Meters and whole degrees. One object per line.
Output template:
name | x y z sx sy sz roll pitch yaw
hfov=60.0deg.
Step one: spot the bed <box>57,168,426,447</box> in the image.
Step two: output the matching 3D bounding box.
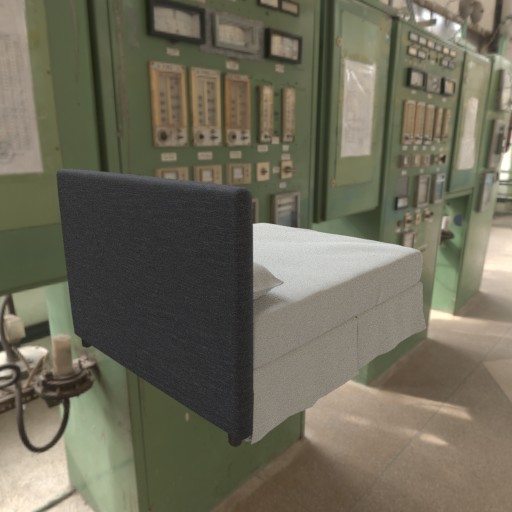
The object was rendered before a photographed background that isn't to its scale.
bed | 0.000 0.000 3.354 1.884 1.330 2.142 14 20 42
